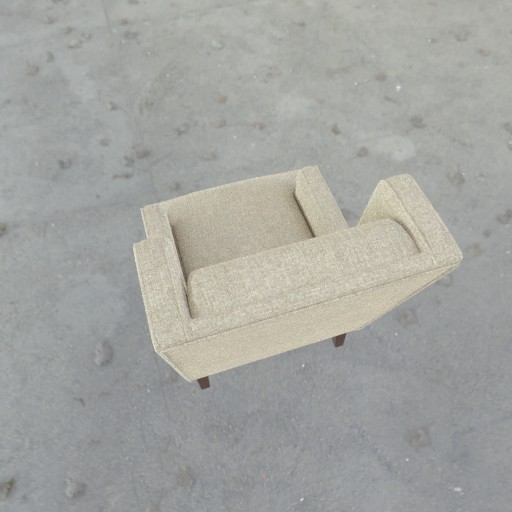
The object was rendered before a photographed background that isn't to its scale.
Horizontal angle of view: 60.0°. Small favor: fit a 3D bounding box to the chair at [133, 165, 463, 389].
[{"bbox_3d":[0.000,0.000,1.682,0.764,1.082,0.948,-15,59,-9],"label":"chair"}]
